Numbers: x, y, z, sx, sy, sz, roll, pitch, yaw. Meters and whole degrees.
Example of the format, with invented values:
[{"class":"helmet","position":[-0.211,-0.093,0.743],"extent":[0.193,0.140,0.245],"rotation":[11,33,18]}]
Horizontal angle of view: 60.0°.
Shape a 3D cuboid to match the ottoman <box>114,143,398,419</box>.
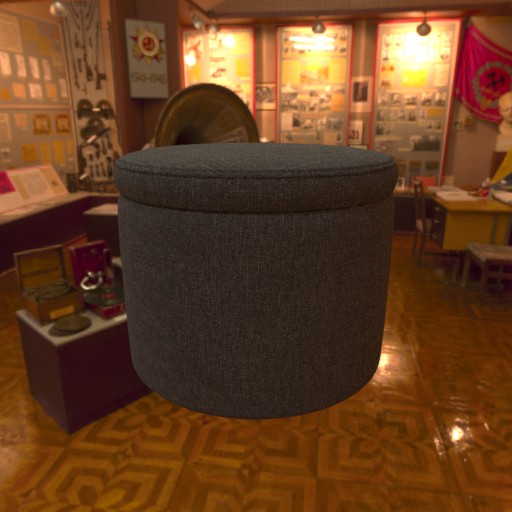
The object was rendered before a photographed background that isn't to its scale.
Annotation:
[{"class":"ottoman","position":[0.000,0.000,0.895],"extent":[0.520,0.430,0.520],"rotation":[0,18,0]}]
